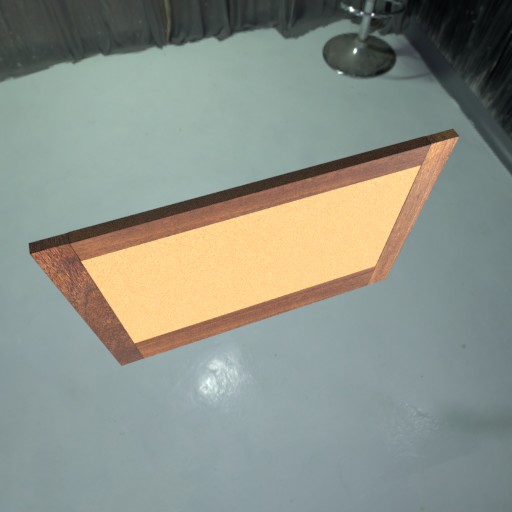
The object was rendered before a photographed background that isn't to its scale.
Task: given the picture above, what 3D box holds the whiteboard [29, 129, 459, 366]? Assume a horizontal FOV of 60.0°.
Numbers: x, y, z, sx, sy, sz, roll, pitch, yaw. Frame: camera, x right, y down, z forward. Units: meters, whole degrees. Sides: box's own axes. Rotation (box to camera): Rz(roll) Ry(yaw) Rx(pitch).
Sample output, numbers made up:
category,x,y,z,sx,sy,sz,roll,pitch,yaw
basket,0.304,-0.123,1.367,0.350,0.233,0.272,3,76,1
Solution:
category,x,y,z,sx,sy,sz,roll,pitch,yaw
whiteboard,0.000,0.000,1.022,0.783,0.559,0.083,-17,60,-10
